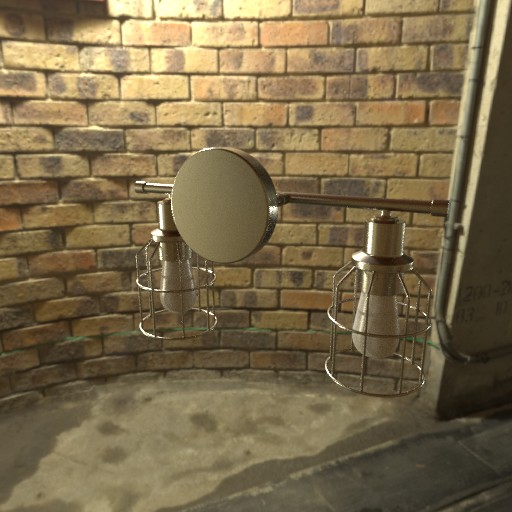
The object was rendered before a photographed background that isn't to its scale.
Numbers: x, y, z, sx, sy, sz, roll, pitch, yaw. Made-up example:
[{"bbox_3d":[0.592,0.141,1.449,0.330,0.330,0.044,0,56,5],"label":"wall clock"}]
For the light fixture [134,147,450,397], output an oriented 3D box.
[{"bbox_3d":[0.000,0.000,0.529,0.406,0.254,0.165,8,17,27],"label":"light fixture"}]
